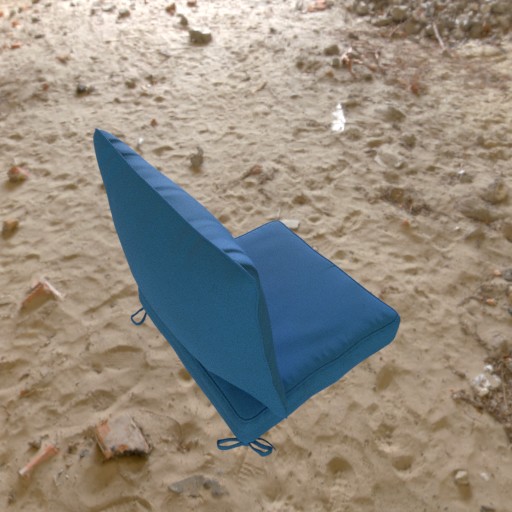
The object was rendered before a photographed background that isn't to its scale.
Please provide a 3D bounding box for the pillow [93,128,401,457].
[{"bbox_3d":[0.000,0.000,1.371,0.733,0.725,0.798,-26,47,-26],"label":"pillow"}]
